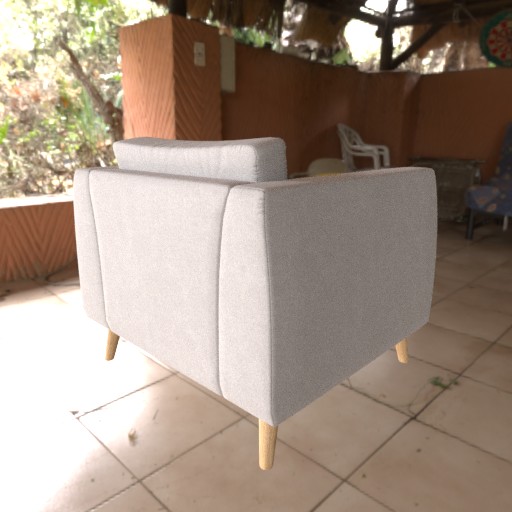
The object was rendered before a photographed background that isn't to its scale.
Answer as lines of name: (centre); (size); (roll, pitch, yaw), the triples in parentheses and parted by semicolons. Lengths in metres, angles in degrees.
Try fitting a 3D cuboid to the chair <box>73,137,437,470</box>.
chair: (0.000, 0.000, 1.655); (1.000, 0.860, 0.930); (14, 21, 42)
